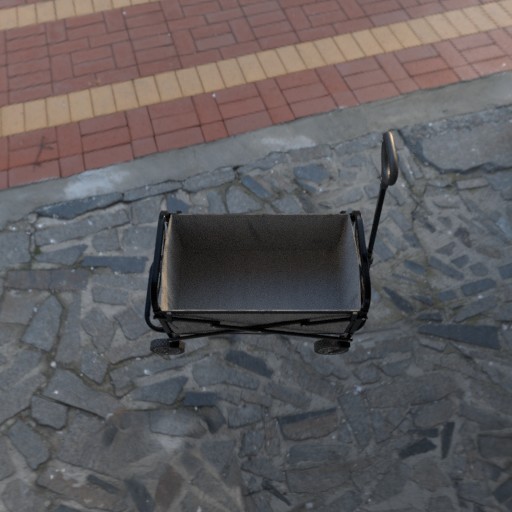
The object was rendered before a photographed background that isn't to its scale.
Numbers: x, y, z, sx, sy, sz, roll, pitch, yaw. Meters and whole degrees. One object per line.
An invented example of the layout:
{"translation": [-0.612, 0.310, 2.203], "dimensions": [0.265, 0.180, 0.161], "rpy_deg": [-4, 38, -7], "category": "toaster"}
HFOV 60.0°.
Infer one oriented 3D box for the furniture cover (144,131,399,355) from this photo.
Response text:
{"translation": [0.000, 0.000, 1.781], "dimensions": [1.038, 1.295, 0.532], "rpy_deg": [0, 63, 0], "category": "furniture cover"}
